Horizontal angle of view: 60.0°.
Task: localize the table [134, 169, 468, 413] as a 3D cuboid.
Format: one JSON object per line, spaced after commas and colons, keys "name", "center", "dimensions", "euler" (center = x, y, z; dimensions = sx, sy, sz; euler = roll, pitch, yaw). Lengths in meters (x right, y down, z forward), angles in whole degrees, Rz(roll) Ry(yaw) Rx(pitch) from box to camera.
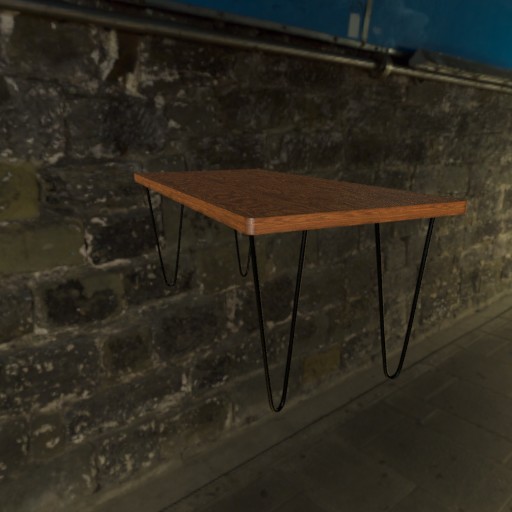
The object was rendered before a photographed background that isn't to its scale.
{"name": "table", "center": [0.000, 0.000, 2.307], "dimensions": [0.883, 0.753, 1.791], "euler": [-7, 16, -24]}
